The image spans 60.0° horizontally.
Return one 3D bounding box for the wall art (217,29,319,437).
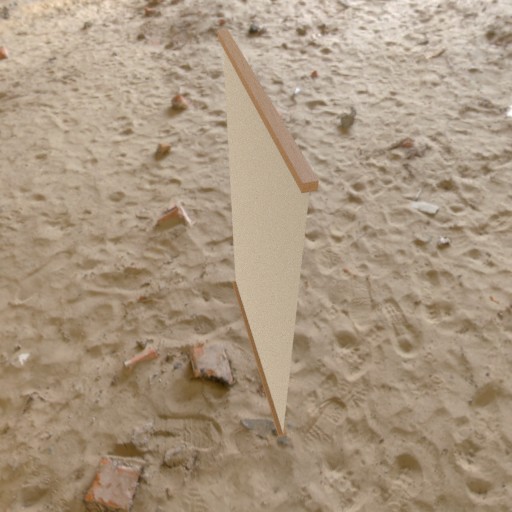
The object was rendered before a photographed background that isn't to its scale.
[{"bbox_3d":[0.000,0.000,1.917,0.040,1.510,0.991,-11,47,-10],"label":"wall art"}]
